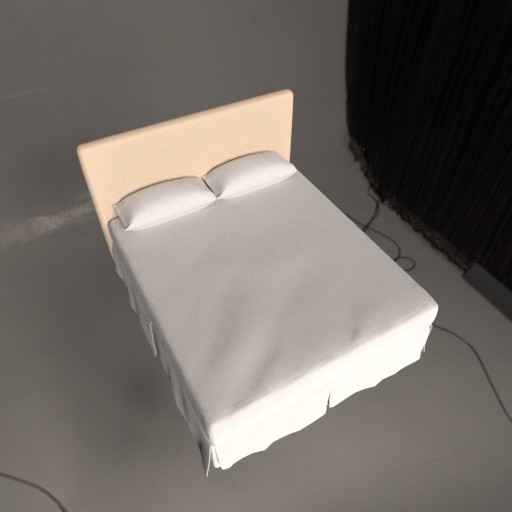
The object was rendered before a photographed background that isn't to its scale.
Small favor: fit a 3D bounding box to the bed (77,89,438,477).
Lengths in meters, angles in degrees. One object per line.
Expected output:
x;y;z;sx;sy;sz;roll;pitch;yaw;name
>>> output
0.000;0.000;3.315;1.884;1.330;2.142;-22;50;-20;bed
